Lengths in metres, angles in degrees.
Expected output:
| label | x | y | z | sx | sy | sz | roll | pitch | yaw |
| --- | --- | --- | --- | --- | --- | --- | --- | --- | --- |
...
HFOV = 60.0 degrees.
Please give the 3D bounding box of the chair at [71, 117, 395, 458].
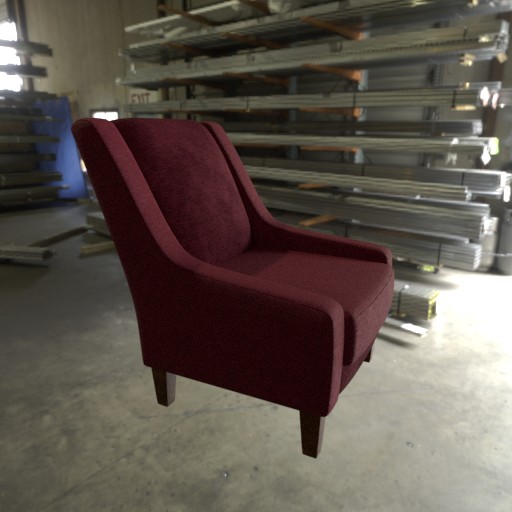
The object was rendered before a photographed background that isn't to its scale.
| label | x | y | z | sx | sy | sz | roll | pitch | yaw |
| --- | --- | --- | --- | --- | --- | --- | --- | --- | --- |
| chair | 0.000 | 0.000 | 1.697 | 0.985 | 1.017 | 0.793 | 8 | 18 | 27 |
